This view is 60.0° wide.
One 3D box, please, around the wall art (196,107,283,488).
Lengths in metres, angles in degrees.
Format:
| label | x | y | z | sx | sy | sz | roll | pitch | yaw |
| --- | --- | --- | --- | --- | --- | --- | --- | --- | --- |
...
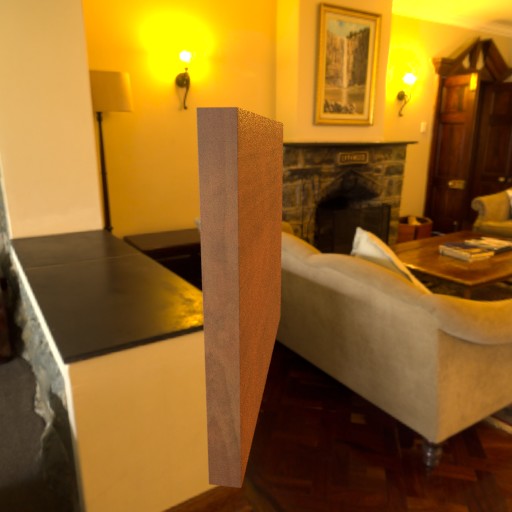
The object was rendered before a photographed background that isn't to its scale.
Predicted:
| label | x | y | z | sx | sy | sz | roll | pitch | yaw |
| --- | --- | --- | --- | --- | --- | --- | --- | --- | --- |
| wall art | 0.000 | 0.000 | 0.553 | 0.030 | 0.328 | 0.401 | 2 | 15 | 8 |
